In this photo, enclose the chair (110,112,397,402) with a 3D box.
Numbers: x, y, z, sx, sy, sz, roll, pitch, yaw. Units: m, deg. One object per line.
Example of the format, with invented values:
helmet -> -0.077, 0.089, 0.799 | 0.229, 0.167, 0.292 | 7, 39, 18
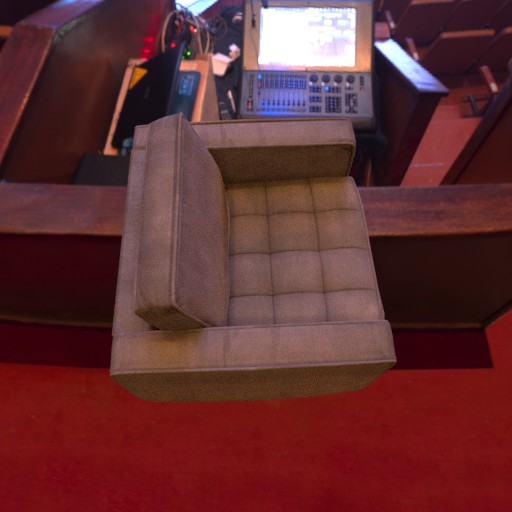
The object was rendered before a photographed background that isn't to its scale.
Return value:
chair -> 0.000, 0.000, 1.558 | 0.843, 0.773, 0.928 | -2, 63, -1
